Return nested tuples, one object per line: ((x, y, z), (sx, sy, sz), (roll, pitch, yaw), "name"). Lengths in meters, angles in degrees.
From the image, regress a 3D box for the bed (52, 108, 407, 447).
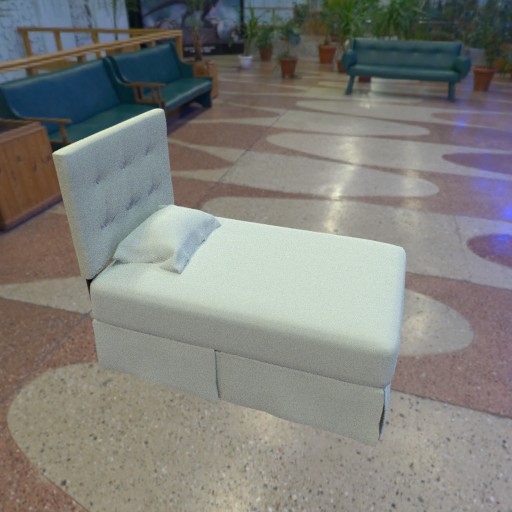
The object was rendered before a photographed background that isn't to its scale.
((0.000, 0.000, 2.986), (1.997, 1.571, 1.261), (10, 32, 16), "bed")
